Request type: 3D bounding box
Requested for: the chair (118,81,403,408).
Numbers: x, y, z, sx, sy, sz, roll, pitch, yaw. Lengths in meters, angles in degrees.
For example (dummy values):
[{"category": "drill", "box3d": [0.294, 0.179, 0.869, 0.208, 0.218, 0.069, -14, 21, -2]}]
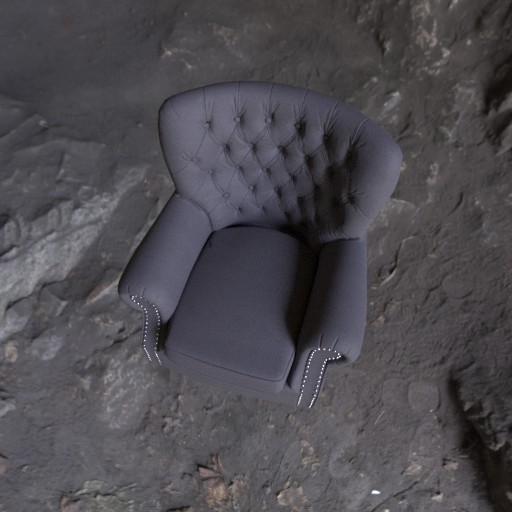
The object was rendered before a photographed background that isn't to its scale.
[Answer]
[{"category": "chair", "box3d": [0.000, 0.000, 1.868, 0.983, 1.046, 0.983, 14, 60, 8]}]
